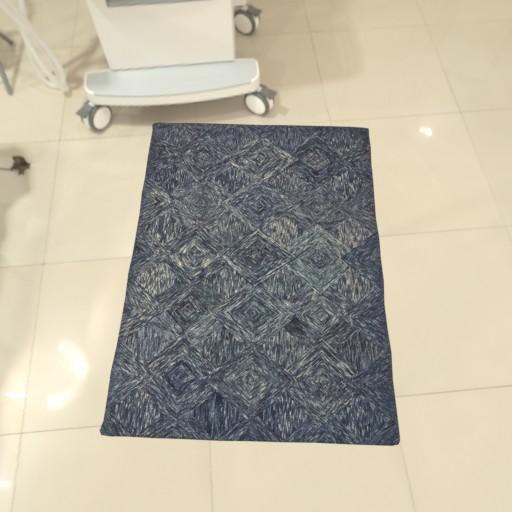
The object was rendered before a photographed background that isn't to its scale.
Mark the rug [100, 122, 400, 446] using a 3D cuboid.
[{"bbox_3d":[0.000,0.000,4.187,2.385,0.024,3.245,2,64,1],"label":"rug"}]
